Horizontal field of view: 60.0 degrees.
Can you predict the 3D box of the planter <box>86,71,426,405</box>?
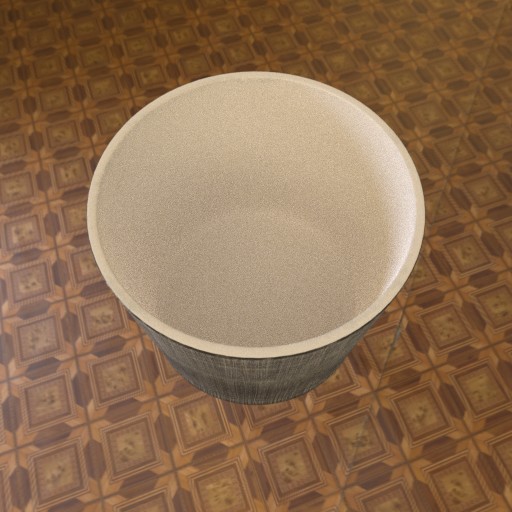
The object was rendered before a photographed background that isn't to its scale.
[{"bbox_3d":[0.000,0.000,0.306,0.178,0.157,0.178,0,64,0],"label":"planter"}]
